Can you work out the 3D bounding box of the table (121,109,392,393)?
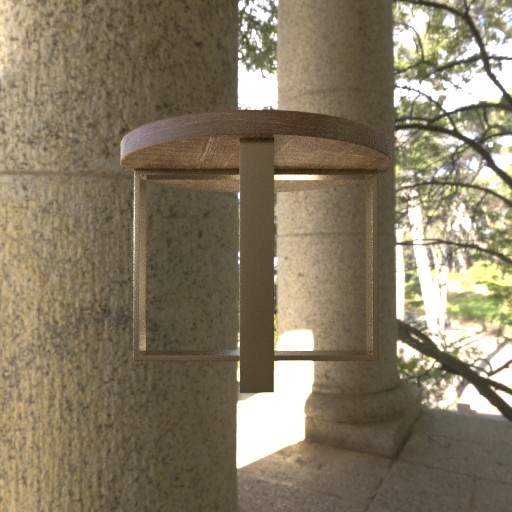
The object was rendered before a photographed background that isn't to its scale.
[{"bbox_3d":[0.000,0.000,0.950,0.557,0.437,0.557,0,-1,0],"label":"table"}]
